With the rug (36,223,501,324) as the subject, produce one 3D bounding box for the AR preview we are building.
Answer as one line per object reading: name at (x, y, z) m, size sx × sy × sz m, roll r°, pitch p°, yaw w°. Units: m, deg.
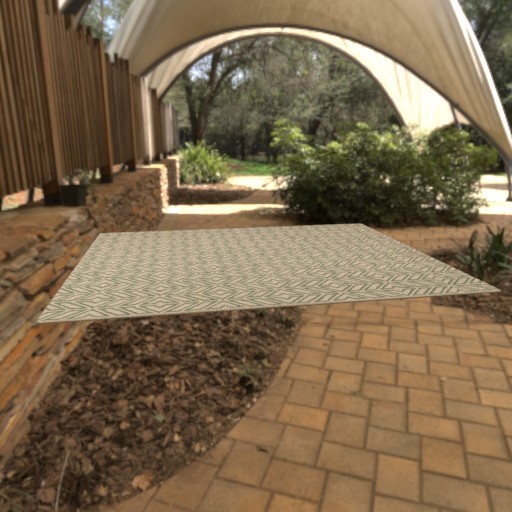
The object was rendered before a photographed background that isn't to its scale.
rug at (0.000, 0.000, 3.986) m, size 3.050 × 0.017 × 2.441 m, roll -3°, pitch 16°, yaw -10°
